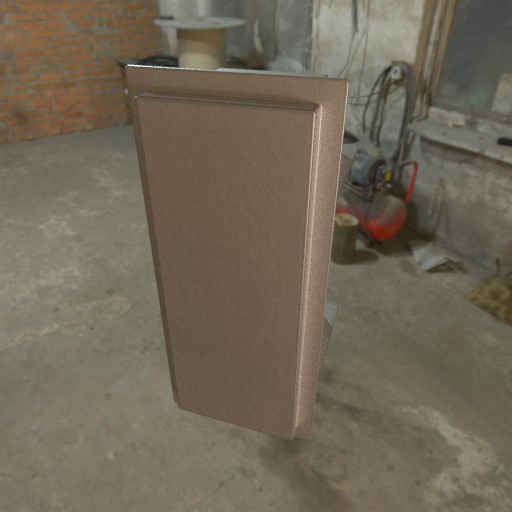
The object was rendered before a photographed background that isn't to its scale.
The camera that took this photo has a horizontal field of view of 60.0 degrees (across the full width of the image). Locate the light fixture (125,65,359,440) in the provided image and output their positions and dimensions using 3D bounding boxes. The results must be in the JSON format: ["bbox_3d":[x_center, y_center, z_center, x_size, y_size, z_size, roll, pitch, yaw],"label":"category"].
[{"bbox_3d":[0.000,0.000,0.462,0.168,0.380,0.160,10,34,15],"label":"light fixture"}]
